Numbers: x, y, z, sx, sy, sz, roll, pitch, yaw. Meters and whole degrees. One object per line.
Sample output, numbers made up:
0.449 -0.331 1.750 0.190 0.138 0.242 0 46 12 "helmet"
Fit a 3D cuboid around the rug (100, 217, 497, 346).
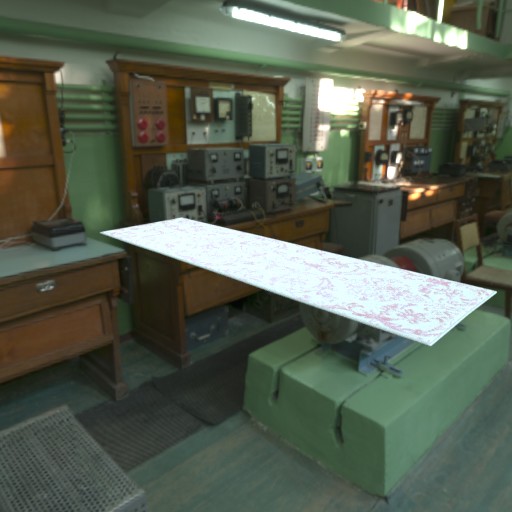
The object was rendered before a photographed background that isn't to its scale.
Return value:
0.000 0.000 2.377 2.196 0.011 0.662 16 23 42 "rug"
